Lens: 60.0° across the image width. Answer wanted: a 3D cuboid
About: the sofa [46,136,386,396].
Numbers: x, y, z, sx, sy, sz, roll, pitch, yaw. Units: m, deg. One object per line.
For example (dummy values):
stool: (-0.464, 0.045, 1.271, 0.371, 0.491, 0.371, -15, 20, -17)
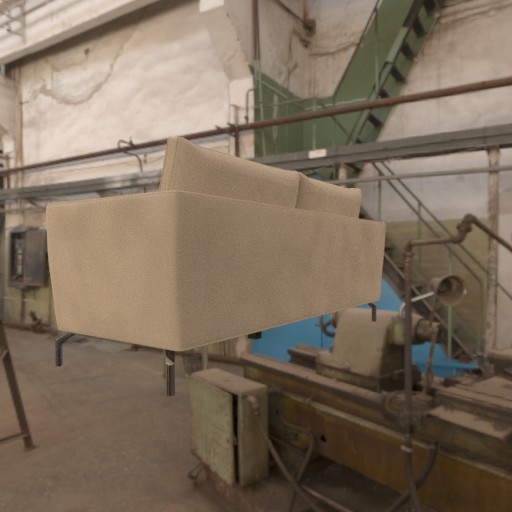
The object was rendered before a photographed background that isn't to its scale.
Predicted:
sofa: (0.000, 0.000, 2.699, 0.868, 1.005, 2.214, 0, 1, 35)
